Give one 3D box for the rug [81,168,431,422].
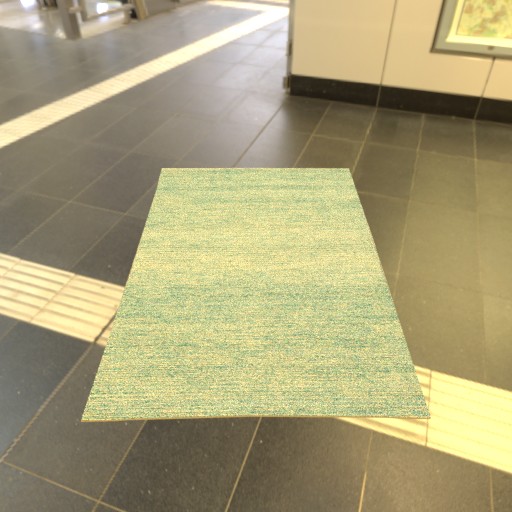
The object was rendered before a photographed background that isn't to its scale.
[{"bbox_3d":[0.000,0.000,2.881,1.593,0.029,2.305,0,40,0],"label":"rug"}]
